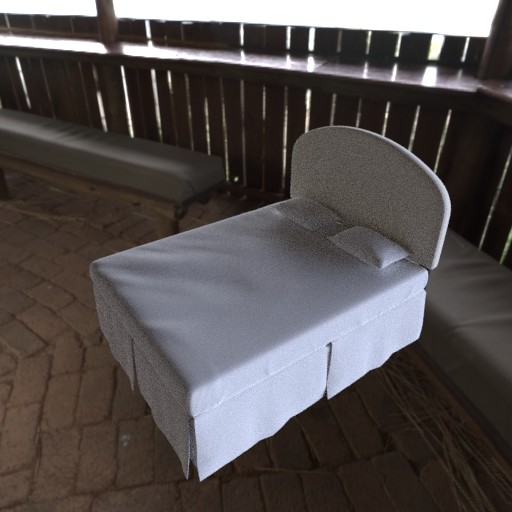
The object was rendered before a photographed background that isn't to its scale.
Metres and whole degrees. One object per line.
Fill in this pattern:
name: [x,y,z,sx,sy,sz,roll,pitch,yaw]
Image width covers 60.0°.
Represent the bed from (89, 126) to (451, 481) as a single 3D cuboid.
bed: [0.000,0.000,3.059,2.005,1.410,1.607,-21,37,-30]
